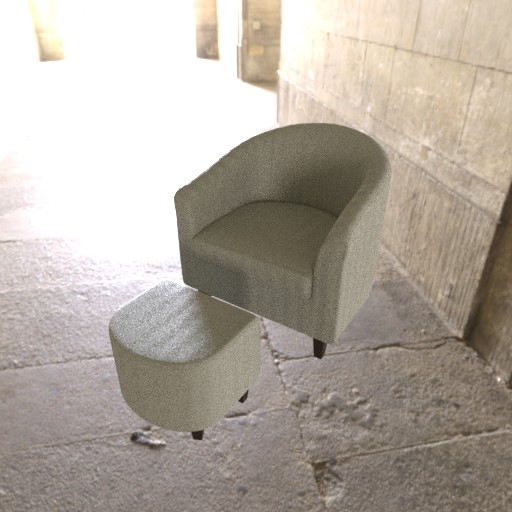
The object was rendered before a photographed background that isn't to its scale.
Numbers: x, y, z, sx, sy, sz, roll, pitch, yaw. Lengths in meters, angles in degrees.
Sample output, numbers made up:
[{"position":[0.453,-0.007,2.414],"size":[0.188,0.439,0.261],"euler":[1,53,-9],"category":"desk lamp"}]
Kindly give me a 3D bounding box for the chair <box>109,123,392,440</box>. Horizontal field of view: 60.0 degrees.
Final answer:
[{"position":[0.000,0.000,1.713],"size":[0.756,0.757,1.288],"euler":[19,35,29],"category":"chair"}]
